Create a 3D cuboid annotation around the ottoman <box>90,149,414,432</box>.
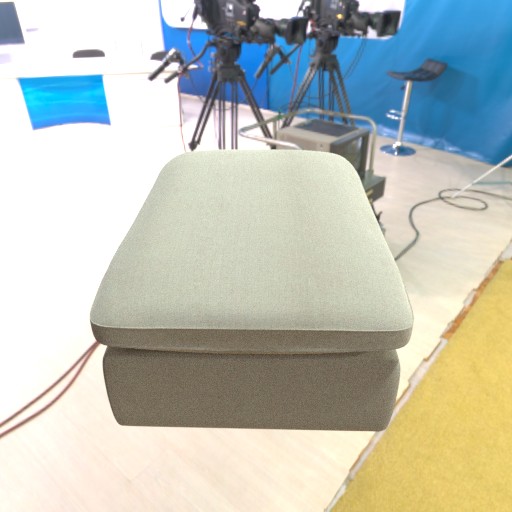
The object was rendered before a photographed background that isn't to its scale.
[{"bbox_3d":[0.000,0.000,1.352,0.686,0.453,0.984,1,32,1],"label":"ottoman"}]
